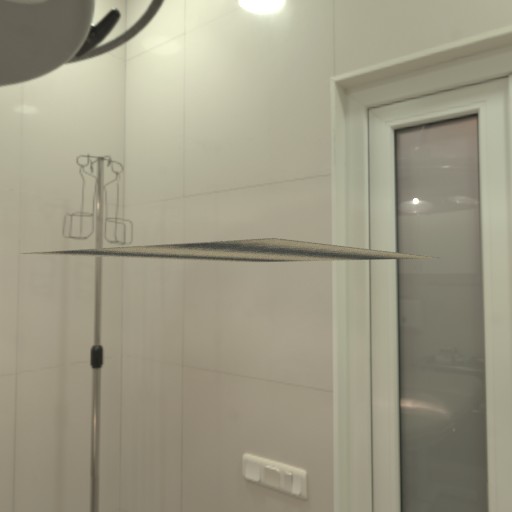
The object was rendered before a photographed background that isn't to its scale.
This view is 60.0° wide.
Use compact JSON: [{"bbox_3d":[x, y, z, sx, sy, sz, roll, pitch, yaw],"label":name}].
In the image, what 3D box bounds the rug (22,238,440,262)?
[{"bbox_3d":[0.000,0.000,4.015,2.453,0.004,3.037,-2,-3,37],"label":"rug"}]
